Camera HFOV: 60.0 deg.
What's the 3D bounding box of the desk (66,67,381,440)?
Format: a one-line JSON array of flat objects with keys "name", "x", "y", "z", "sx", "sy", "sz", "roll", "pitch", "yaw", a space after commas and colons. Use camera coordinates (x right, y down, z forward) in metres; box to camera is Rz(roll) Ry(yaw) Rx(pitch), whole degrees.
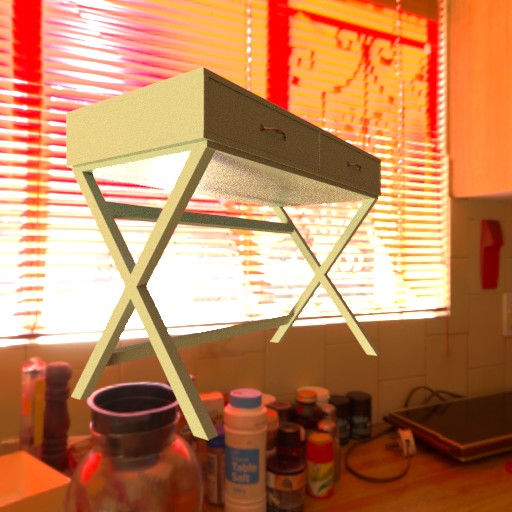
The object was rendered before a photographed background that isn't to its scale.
[{"name": "desk", "x": 0.000, "y": 0.000, "z": 1.490, "sx": 0.525, "sy": 0.780, "sz": 1.057, "roll": 0, "pitch": 0, "yaw": 35}]
